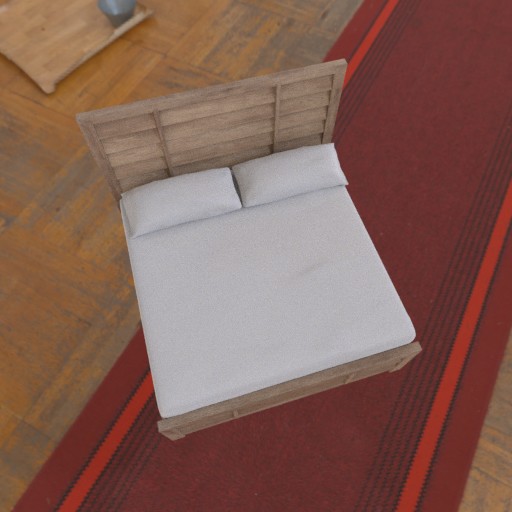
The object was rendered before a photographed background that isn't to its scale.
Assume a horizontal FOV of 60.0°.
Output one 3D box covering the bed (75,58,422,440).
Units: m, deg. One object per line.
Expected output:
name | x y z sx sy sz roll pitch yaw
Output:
bed | 0.000 0.000 3.494 2.032 1.626 2.062 -15 63 -8
